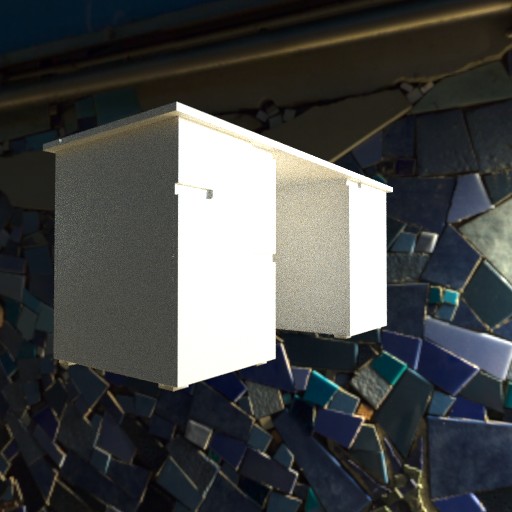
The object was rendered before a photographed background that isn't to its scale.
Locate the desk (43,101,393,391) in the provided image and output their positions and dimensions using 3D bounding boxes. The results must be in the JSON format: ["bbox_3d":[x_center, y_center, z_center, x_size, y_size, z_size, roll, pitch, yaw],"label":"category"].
[{"bbox_3d":[0.000,0.000,1.965,0.670,0.760,1.580,-1,-2,37],"label":"desk"}]
